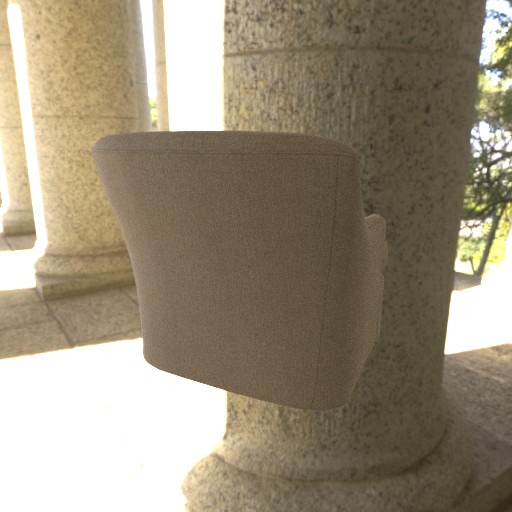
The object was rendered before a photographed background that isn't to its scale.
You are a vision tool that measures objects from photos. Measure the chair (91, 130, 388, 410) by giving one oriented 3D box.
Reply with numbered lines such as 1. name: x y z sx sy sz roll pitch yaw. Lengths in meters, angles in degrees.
1. chair: 0.000 0.000 1.605 0.864 0.856 0.923 7 16 26
